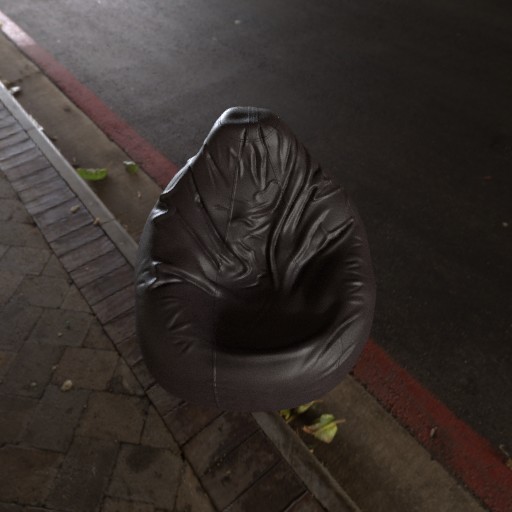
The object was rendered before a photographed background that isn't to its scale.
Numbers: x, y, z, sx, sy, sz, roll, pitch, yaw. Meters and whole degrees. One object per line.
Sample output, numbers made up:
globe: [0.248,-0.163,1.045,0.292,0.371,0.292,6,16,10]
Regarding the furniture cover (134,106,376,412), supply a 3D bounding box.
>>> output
furniture cover: [0.000,0.000,1.908,1.070,0.990,1.070,-4,47,-4]
